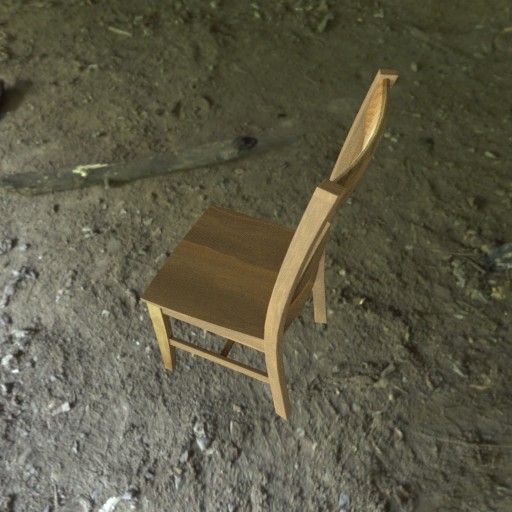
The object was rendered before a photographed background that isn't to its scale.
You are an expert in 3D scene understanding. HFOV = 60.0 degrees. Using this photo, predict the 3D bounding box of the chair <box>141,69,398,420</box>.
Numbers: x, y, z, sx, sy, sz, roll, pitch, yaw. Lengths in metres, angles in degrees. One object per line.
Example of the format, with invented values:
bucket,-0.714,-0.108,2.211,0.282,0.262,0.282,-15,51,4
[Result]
chair,0.000,0.000,1.288,0.542,0.983,0.485,18,50,15
